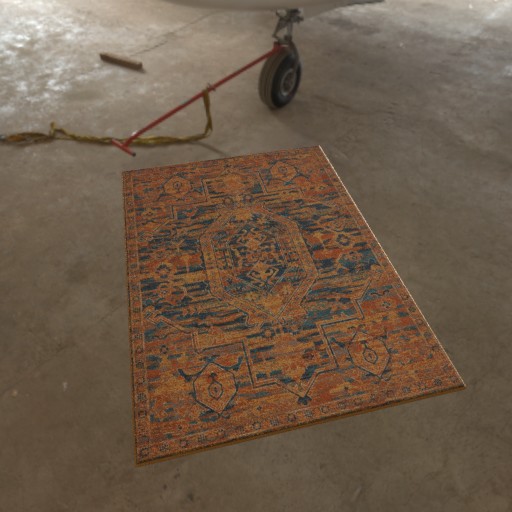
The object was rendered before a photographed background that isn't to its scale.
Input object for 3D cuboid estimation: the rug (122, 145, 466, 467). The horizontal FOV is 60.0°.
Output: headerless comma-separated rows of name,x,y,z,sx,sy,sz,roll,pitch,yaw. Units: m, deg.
rug,0.000,0.000,2.768,1.588,0.024,2.204,-10,47,-9
